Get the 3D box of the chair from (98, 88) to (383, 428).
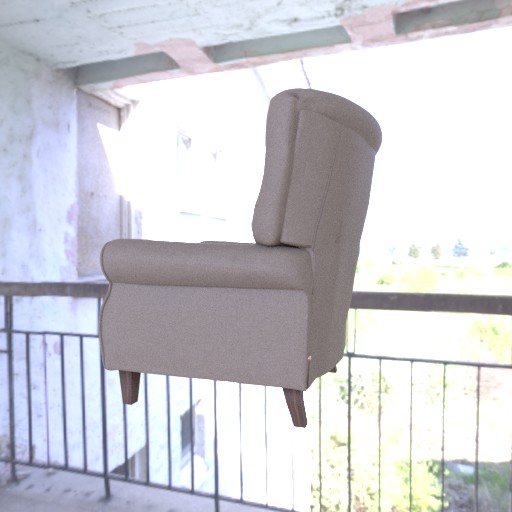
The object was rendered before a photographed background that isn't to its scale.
[{"bbox_3d":[0.000,0.000,1.910,1.041,1.138,0.999,0,2,19],"label":"chair"}]
